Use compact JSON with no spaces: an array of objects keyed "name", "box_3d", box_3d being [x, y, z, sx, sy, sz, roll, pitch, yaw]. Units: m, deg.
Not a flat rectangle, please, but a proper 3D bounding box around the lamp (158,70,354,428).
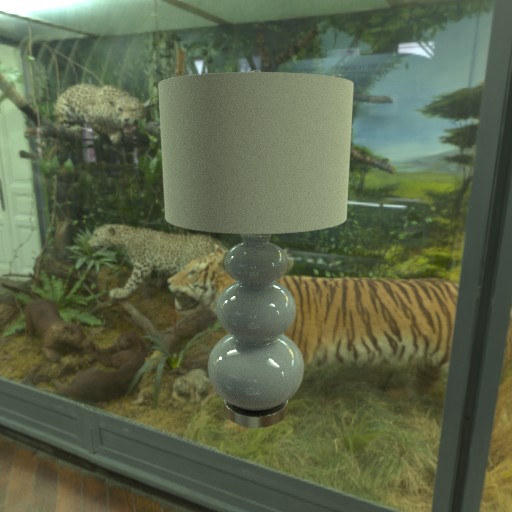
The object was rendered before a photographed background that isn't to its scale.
[{"name":"lamp","box_3d":[0.000,0.000,0.937,0.367,0.730,0.367,-2,15,-6]}]
